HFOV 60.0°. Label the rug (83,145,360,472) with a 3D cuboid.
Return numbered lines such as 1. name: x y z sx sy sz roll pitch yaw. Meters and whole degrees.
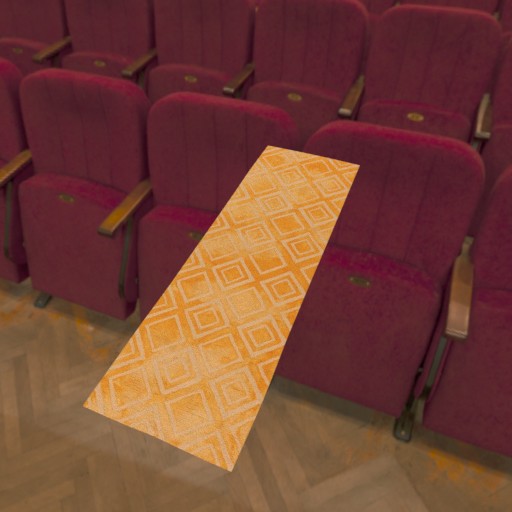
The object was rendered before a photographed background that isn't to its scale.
1. rug: 0.000 0.000 2.757 0.775 0.010 2.438 16 48 15
